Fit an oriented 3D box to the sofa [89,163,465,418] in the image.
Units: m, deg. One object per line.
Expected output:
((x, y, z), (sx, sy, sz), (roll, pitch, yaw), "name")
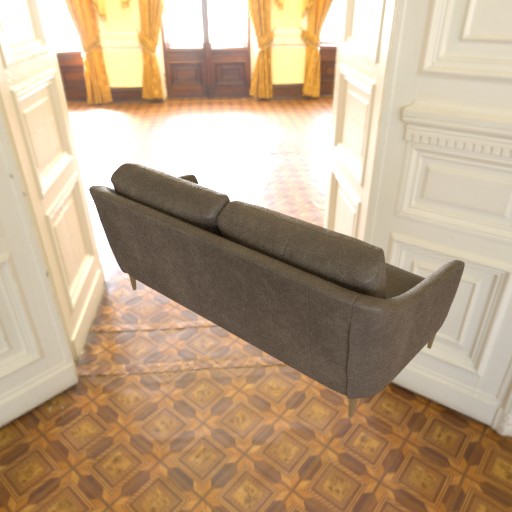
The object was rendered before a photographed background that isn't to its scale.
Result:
((0.000, 0.000, 2.585), (2.036, 0.902, 0.960), (23, 38, 33), "sofa")
